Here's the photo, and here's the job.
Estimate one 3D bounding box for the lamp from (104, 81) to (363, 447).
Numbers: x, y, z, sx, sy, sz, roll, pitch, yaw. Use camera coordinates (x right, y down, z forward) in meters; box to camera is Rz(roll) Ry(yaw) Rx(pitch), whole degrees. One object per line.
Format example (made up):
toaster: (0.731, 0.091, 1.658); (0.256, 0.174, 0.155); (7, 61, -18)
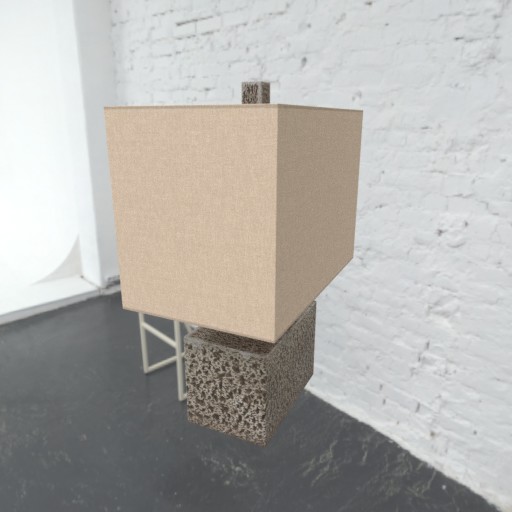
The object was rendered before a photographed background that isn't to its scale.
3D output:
lamp: (0.000, 0.000, 0.562); (0.180, 0.411, 0.294); (8, 19, 25)
